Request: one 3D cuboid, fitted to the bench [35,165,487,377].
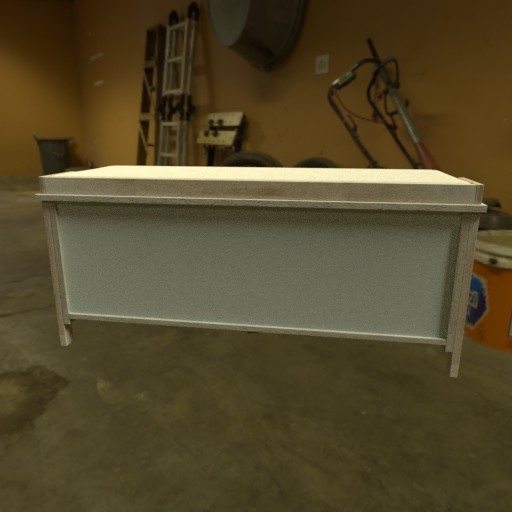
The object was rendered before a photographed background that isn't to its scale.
[{"bbox_3d":[0.000,0.000,1.349,1.140,0.501,0.398,3,16,9],"label":"bench"}]
